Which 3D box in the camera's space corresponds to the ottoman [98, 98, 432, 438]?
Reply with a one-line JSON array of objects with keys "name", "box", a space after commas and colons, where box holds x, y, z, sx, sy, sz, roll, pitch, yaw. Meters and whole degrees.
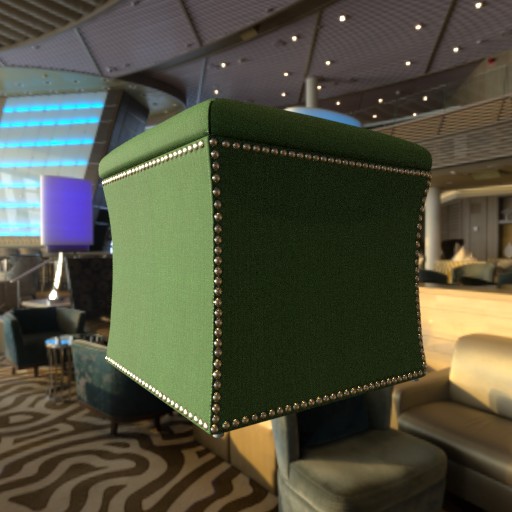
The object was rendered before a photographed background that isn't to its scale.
[{"name": "ottoman", "box": [0.000, 0.000, 0.896, 0.507, 0.475, 0.497, -1, 1, -35]}]
